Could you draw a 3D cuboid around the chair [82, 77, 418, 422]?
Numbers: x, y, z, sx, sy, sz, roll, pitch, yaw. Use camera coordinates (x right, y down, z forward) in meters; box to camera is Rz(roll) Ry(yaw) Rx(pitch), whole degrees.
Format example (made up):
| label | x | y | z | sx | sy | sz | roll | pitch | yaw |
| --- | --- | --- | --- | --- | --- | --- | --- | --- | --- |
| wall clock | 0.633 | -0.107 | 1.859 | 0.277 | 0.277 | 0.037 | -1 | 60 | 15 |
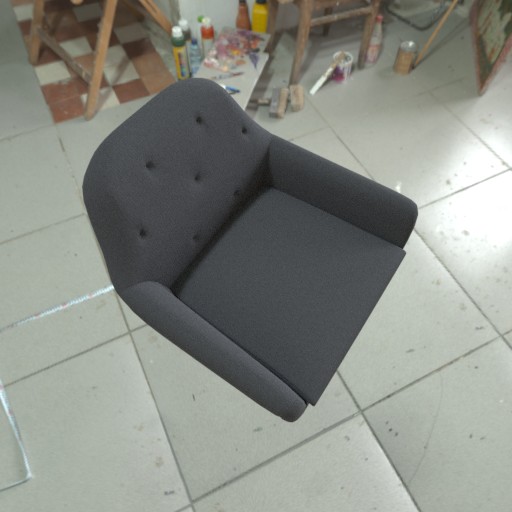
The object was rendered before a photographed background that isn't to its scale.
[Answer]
| label | x | y | z | sx | sy | sz | roll | pitch | yaw |
| --- | --- | --- | --- | --- | --- | --- | --- | --- | --- |
| chair | 0.000 | 0.000 | 1.402 | 0.779 | 0.800 | 0.770 | 30 | 63 | 17 |
